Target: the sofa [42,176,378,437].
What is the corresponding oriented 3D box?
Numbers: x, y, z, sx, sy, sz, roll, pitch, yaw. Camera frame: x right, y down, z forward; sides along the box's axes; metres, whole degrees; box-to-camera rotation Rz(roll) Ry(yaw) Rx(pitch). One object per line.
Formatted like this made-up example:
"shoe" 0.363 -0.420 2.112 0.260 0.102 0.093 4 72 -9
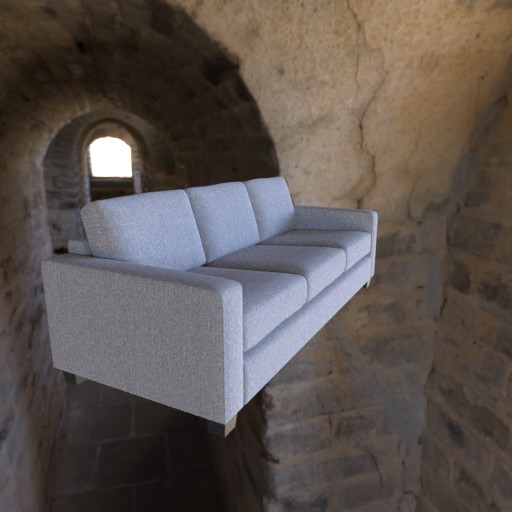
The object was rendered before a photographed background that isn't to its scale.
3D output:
"sofa" 0.000 0.000 2.549 0.900 0.800 2.120 7 15 27
